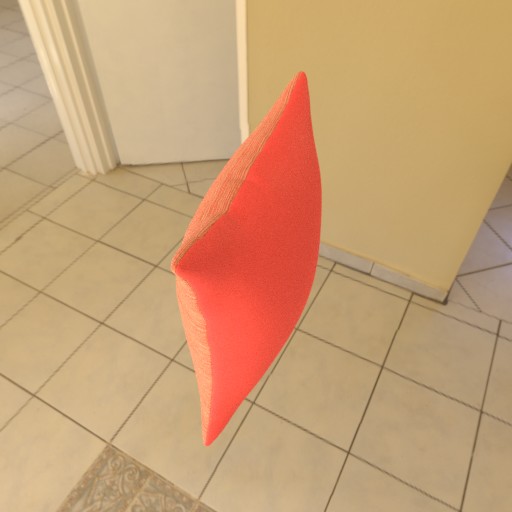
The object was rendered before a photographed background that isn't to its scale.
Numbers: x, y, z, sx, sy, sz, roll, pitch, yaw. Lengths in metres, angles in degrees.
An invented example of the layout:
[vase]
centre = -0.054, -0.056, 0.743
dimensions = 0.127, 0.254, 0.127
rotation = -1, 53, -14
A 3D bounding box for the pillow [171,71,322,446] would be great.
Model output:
[pillow]
centre = 0.000, 0.000, 0.838
dimensions = 0.229, 0.501, 0.559
rotation = 14, 48, 13
